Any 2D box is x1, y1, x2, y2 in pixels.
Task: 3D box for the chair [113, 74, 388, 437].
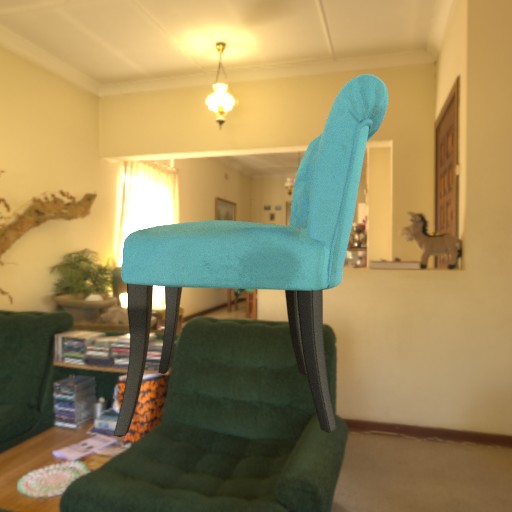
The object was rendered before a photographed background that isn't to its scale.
[{"bbox_3d":[0.000,0.000,1.165,0.605,0.750,0.582,0,1,-1],"label":"chair"}]
